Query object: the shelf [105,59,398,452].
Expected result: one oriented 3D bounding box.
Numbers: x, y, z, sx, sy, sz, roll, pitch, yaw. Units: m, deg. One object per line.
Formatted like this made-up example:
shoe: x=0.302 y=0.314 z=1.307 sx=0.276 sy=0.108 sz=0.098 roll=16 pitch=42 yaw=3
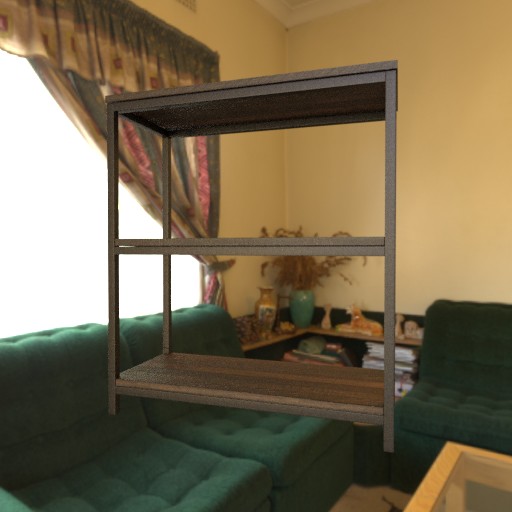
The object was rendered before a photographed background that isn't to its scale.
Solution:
shelf: x=0.000 y=0.000 z=1.359 sx=0.822 sy=0.947 sz=0.352 roll=0 pitch=1 yaw=18
